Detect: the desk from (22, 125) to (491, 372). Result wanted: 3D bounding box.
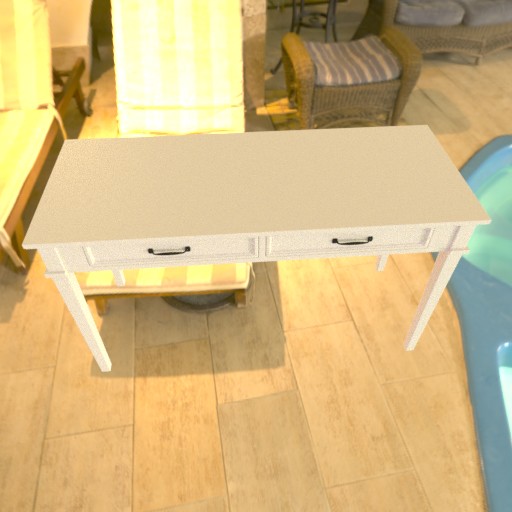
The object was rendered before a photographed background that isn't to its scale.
[{"bbox_3d":[0.000,0.000,1.760,1.372,0.774,0.559,-3,46,-3],"label":"desk"}]
